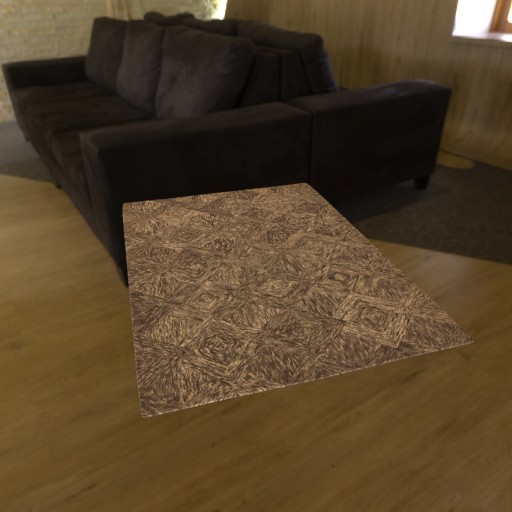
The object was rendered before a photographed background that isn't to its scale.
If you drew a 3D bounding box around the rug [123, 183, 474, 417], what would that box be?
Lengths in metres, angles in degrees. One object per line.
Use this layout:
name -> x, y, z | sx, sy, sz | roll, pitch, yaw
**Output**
rug -> 0.000, 0.000, 5.347 | 2.997, 0.020, 4.093 | -9, 32, -14
